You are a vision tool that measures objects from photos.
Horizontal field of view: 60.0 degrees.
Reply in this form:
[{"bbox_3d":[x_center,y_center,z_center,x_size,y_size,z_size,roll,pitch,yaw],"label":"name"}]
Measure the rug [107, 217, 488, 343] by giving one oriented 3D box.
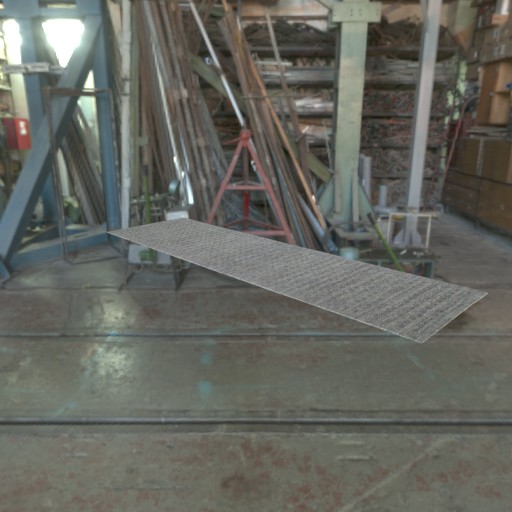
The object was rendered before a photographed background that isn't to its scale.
[{"bbox_3d":[0.000,0.000,2.716,2.443,0.009,0.706,16,23,42],"label":"rug"}]
